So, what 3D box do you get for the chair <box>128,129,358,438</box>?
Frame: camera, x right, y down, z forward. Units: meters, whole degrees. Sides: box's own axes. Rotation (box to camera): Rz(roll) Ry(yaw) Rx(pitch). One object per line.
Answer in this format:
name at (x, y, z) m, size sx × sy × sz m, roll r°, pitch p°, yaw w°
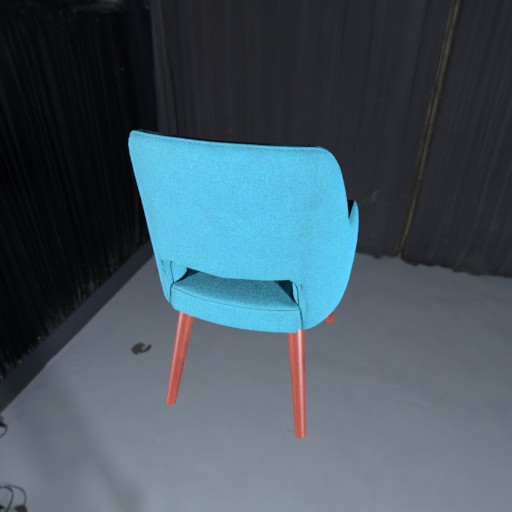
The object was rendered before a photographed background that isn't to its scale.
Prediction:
chair at (0.000, 0.000, 1.286) m, size 0.548 × 0.849 × 0.605 m, roll 9°, pitch 33°, yaw 14°
